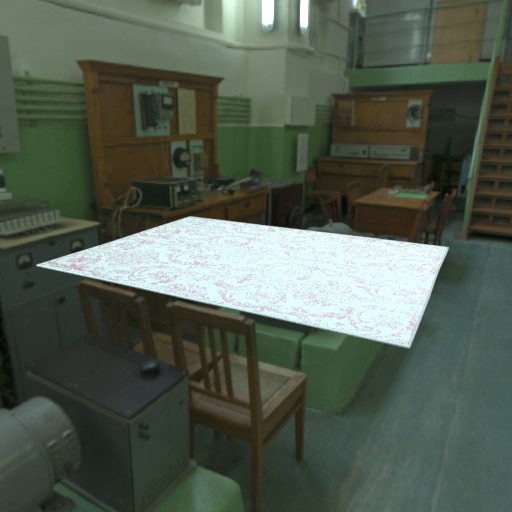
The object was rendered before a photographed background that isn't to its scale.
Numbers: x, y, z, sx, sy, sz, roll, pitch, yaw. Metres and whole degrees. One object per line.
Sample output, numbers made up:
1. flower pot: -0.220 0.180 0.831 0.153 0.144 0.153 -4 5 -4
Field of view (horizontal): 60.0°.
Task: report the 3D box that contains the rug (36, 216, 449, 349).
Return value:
1. rug: 0.000 0.000 2.899 2.202 0.014 1.598 9 19 26
